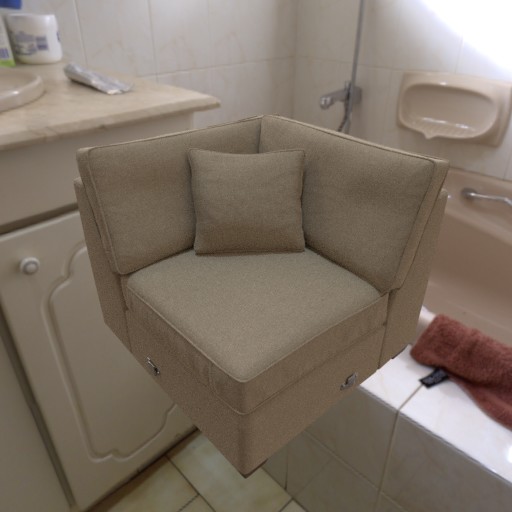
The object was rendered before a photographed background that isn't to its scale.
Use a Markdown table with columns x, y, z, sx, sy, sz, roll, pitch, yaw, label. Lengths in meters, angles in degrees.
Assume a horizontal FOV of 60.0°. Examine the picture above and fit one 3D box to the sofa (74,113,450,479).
| x | y | z | sx | sy | sz | roll | pitch | yaw | label |
| --- | --- | --- | --- | --- | --- | --- | --- | --- | --- |
| 0.000 | 0.000 | 1.916 | 1.084 | 1.002 | 1.146 | -24 | 39 | -35 | sofa |
